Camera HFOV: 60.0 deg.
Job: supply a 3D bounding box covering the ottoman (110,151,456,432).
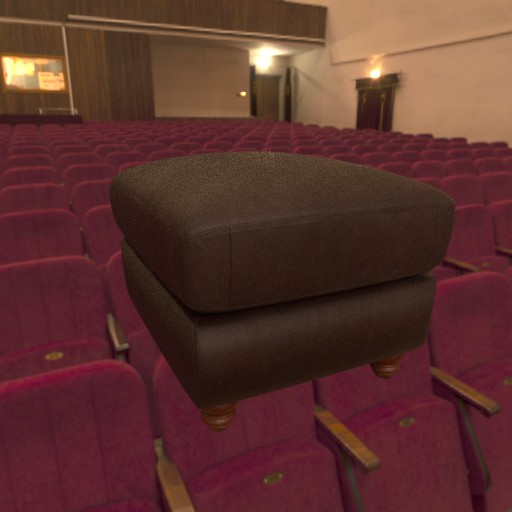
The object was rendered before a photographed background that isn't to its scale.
[{"bbox_3d":[0.000,0.000,1.261,0.670,0.569,0.806,-8,18,-25],"label":"ottoman"}]
